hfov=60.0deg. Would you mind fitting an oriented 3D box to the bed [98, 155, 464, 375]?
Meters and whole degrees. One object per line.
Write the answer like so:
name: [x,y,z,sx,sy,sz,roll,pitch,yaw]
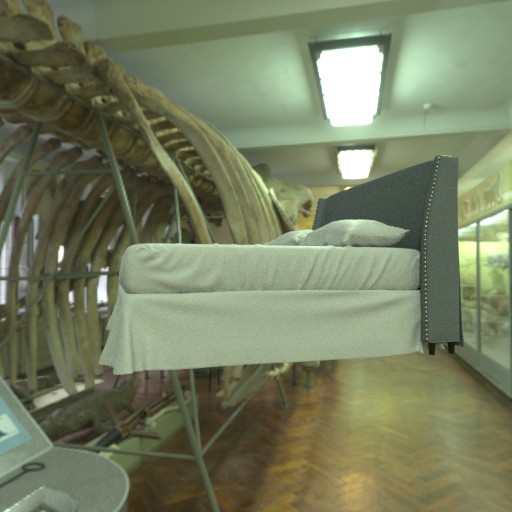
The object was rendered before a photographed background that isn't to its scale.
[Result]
bed: [0.000,0.000,3.500,2.276,1.332,1.925,1,-2,-17]
